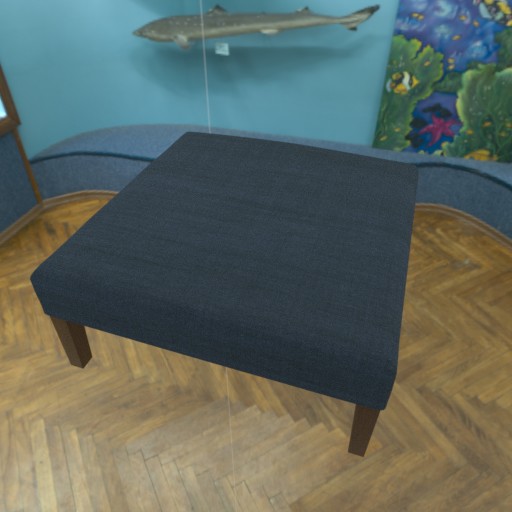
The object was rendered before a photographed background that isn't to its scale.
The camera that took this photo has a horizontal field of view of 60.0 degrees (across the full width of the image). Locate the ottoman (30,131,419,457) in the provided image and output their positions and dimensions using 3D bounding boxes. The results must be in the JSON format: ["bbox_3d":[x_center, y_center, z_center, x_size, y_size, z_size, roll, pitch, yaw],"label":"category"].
[{"bbox_3d":[0.000,0.000,1.401,0.890,0.411,0.889,12,41,14],"label":"ottoman"}]
